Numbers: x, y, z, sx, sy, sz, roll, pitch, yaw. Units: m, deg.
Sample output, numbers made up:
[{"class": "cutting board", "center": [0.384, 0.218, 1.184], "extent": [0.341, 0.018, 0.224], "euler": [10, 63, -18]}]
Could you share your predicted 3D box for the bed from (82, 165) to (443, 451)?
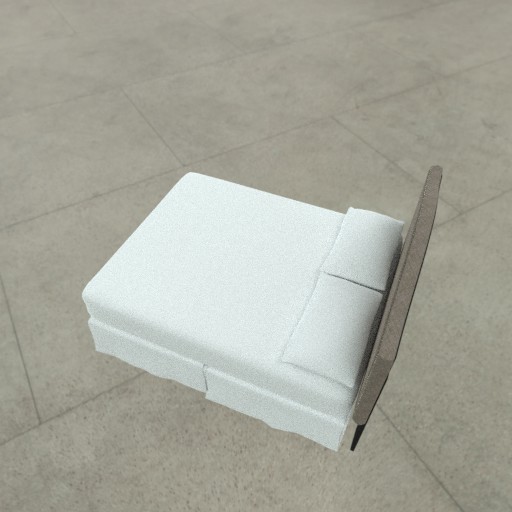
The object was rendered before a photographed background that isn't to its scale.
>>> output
[{"class": "bed", "center": [0.000, 0.000, 3.268], "extent": [2.153, 1.518, 1.713], "euler": [18, 50, 16]}]
